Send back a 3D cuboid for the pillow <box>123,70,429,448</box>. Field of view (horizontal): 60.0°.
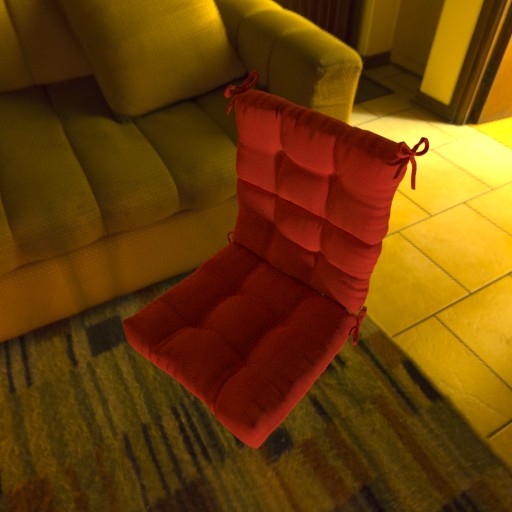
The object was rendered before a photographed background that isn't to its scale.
[{"bbox_3d":[0.000,0.000,1.070,0.519,0.605,0.571,31,53,27],"label":"pillow"}]
